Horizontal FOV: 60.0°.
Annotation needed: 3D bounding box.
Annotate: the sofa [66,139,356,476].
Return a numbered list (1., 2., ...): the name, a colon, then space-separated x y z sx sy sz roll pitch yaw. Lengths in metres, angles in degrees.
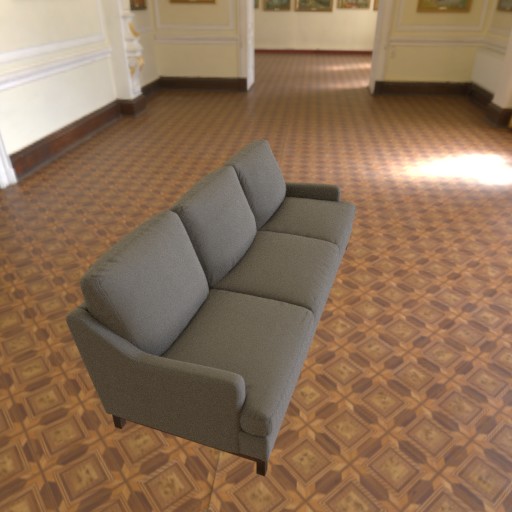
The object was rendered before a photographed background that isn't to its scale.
1. sofa: 0.000 0.000 2.871 0.987 0.926 2.344 10 32 17
